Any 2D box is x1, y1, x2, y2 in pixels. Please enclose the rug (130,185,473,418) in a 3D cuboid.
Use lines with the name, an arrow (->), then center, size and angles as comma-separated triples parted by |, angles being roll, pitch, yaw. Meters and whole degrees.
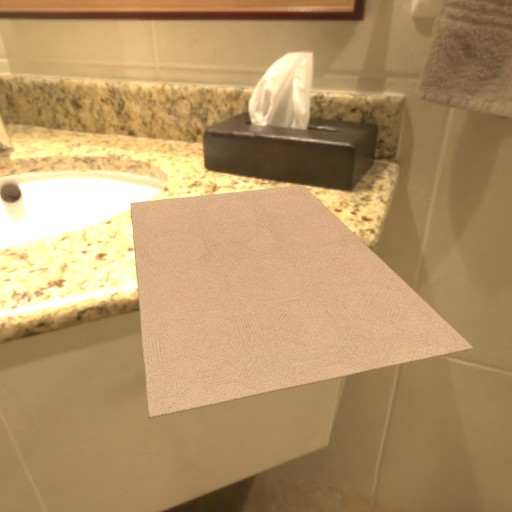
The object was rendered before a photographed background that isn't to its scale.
rug -> 0.000, 0.000, 2.330 | 1.236, 0.009, 1.839 | -8, 31, -14
